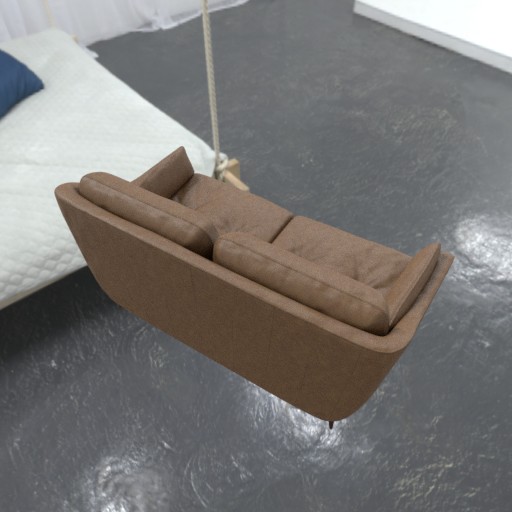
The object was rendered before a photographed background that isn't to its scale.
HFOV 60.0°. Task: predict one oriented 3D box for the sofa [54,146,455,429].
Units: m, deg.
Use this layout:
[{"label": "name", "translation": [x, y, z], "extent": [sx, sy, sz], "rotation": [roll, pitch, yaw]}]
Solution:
[{"label": "sofa", "translation": [0.000, 0.000, 2.268], "extent": [1.731, 0.886, 0.981], "rotation": [24, 52, 21]}]
